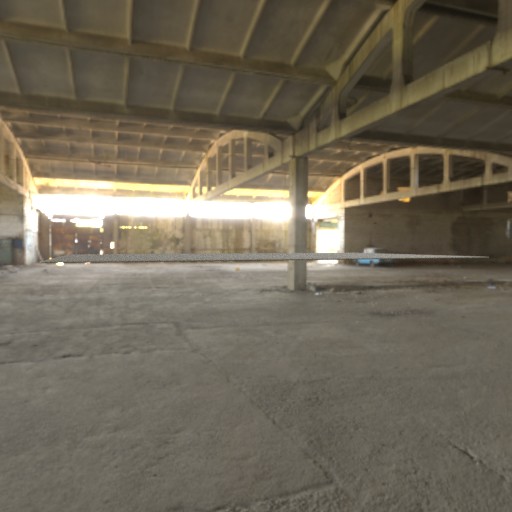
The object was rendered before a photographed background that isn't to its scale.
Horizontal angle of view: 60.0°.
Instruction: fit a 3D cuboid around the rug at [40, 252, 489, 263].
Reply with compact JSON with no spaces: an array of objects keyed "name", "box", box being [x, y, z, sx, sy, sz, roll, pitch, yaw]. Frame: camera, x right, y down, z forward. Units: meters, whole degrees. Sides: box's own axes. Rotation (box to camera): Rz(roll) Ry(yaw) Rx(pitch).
[{"name":"rug","box":[0.000,0.000,2.972,2.438,0.008,1.523,0,1,-19]}]
